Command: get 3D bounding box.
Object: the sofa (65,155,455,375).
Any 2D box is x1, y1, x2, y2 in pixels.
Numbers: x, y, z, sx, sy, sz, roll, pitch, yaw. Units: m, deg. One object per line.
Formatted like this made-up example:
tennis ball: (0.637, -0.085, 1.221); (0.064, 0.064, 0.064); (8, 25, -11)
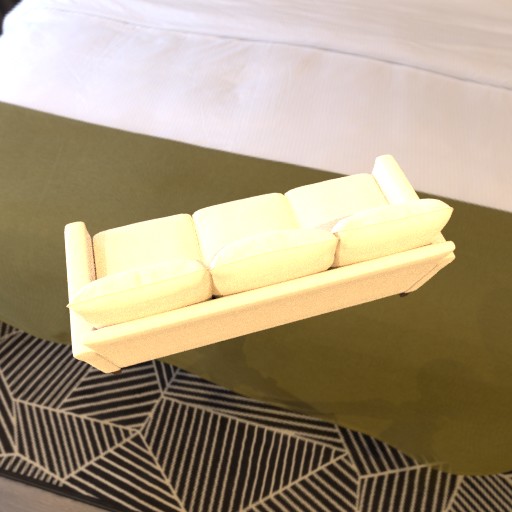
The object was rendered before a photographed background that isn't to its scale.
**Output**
sofa: (0.000, 0.000, 2.438); (1.925, 0.961, 0.828); (-14, 58, -9)
